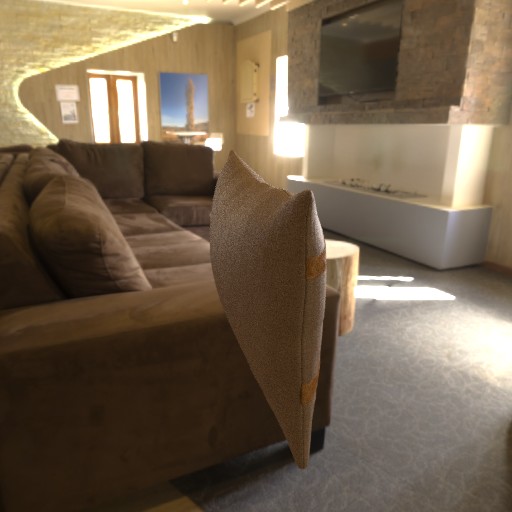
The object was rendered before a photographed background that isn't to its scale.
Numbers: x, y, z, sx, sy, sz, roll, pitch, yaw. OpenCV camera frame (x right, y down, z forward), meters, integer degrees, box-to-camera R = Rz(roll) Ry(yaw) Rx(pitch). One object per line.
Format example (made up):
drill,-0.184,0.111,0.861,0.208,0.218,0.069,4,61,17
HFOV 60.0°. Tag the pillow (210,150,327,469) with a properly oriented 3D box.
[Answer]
pillow,0.000,0.000,0.726,0.148,0.308,0.612,-3,17,-9
